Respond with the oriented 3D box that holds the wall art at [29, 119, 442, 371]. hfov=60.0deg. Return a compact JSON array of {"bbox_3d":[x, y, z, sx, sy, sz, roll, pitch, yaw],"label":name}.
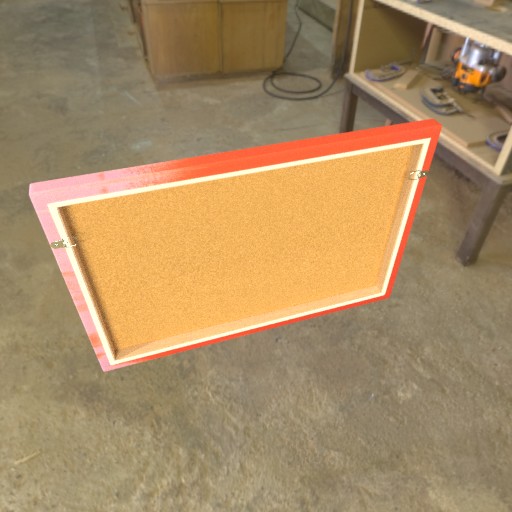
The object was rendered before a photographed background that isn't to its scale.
[{"bbox_3d":[0.000,0.000,1.155,0.913,0.609,0.040,-12,44,-13],"label":"wall art"}]
